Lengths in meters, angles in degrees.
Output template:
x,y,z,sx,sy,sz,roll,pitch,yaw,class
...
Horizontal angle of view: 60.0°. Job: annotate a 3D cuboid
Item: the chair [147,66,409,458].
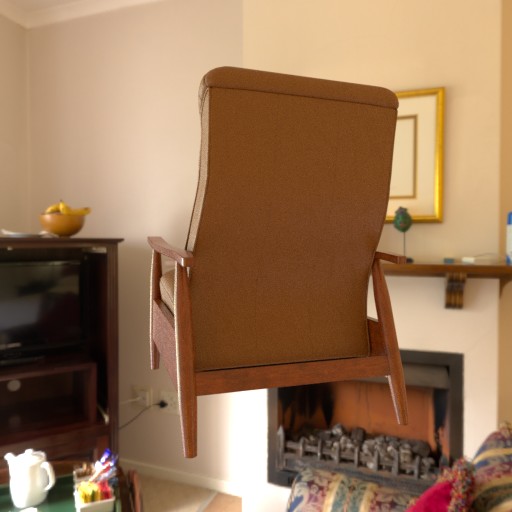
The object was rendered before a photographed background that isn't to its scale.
x,y,z,sx,sy,sz,roll,pitch,yaw,class
0.000,0.000,1.774,0.762,1.082,1.014,0,1,-19,chair
